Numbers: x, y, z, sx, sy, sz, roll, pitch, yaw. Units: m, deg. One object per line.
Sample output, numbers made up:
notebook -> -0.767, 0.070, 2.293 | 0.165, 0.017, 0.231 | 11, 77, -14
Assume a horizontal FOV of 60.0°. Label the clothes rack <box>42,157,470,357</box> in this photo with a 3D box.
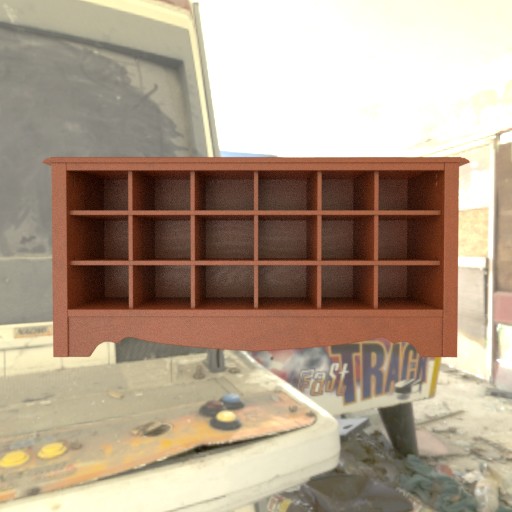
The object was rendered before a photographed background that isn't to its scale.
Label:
clothes rack -> 0.000, 0.000, 1.485 | 1.251, 0.594, 0.362 | 0, 1, 0
